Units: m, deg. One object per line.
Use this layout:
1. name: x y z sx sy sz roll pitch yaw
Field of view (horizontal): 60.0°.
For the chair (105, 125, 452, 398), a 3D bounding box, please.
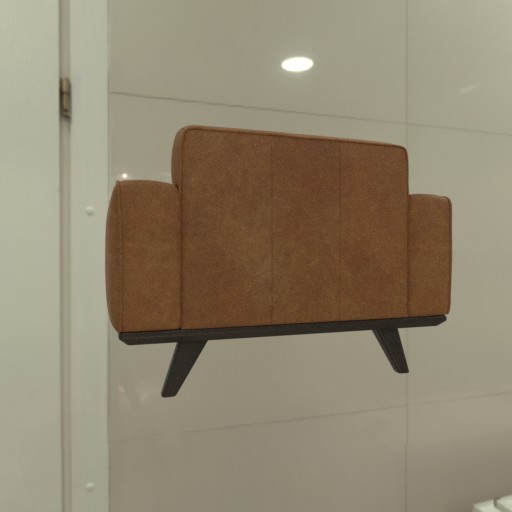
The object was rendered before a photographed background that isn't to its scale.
1. chair: 0.000 0.000 1.739 1.118 0.782 0.952 0 1 -18
